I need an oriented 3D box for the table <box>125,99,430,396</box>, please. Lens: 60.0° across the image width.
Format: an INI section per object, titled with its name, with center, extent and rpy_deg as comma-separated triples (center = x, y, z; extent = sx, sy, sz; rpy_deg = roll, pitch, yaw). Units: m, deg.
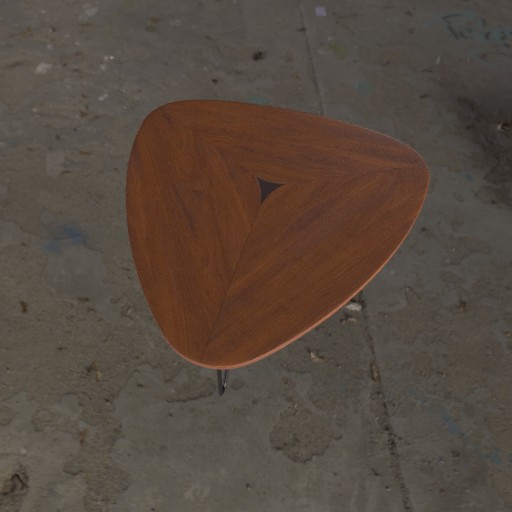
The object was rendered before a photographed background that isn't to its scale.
[table]
center = 0.000, 0.000, 1.302
extent = 0.833, 0.413, 0.821
rpy_deg = 14, 59, 9
